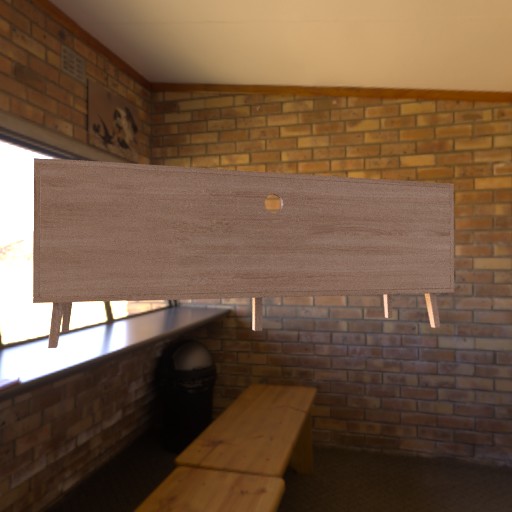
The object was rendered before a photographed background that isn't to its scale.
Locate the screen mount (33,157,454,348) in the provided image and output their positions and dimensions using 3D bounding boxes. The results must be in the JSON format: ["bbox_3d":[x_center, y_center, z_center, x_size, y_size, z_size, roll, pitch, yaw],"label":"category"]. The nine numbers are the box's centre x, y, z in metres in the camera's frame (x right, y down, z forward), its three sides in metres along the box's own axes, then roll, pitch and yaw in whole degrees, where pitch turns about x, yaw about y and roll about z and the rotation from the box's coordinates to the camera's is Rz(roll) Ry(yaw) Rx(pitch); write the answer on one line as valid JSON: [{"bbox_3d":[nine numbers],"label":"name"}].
[{"bbox_3d":[0.000,0.000,1.722,1.500,0.570,0.420,0,-1,-17],"label":"screen mount"}]
